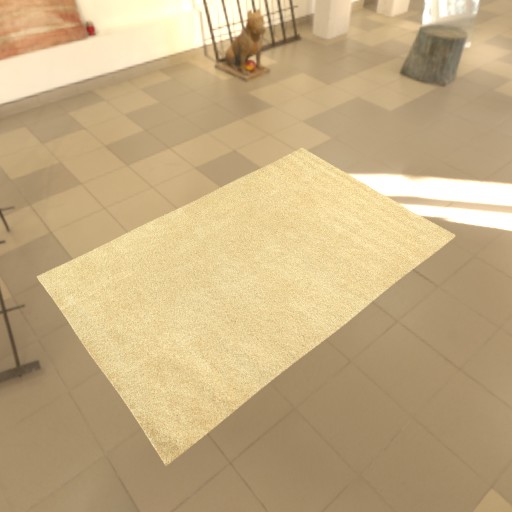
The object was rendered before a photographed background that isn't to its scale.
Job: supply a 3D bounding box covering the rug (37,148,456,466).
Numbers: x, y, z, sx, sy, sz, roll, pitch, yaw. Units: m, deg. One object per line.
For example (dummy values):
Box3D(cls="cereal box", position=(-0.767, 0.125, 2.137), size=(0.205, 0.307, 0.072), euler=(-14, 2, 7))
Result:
Box3D(cls="rug", position=(0.000, 0.000, 2.929), size=(2.346, 0.025, 1.500), euler=(-31, 53, -27))
